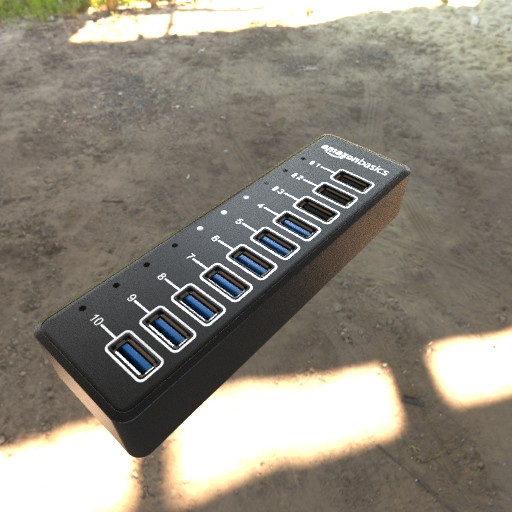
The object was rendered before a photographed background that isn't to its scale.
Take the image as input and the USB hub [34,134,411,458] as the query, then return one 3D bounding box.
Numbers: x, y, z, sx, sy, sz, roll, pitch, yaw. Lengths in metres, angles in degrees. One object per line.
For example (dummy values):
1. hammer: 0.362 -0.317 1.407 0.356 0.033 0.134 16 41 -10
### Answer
1. USB hub: 0.000 0.000 0.160 0.044 0.023 0.145 32 54 28
